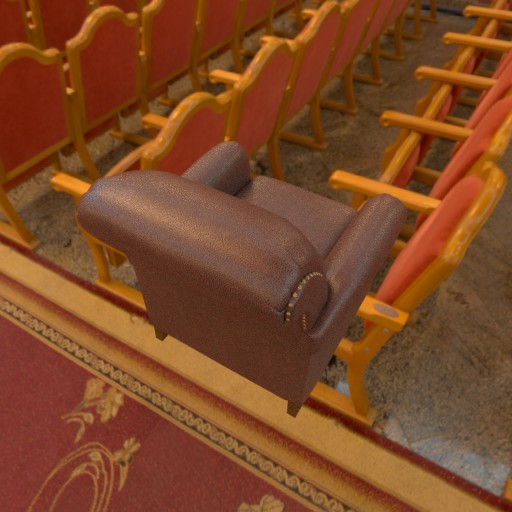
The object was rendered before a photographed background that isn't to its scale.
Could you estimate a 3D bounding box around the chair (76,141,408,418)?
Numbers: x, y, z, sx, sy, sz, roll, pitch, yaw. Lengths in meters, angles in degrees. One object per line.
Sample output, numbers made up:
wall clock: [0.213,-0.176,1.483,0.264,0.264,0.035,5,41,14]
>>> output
chair: [0.000,0.000,1.636,0.854,0.927,0.890,24,51,21]
